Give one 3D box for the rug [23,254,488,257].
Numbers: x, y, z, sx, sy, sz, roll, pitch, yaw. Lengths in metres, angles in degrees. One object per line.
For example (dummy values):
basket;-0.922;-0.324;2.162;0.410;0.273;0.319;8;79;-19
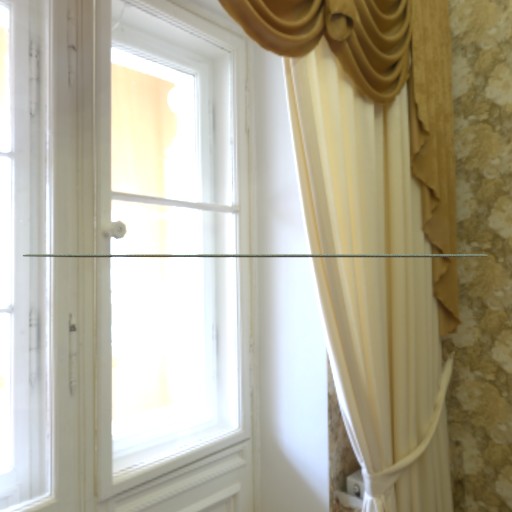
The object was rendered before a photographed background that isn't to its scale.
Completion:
rug;0.000;0.000;2.421;2.196;0.011;0.662;0;-1;-1
